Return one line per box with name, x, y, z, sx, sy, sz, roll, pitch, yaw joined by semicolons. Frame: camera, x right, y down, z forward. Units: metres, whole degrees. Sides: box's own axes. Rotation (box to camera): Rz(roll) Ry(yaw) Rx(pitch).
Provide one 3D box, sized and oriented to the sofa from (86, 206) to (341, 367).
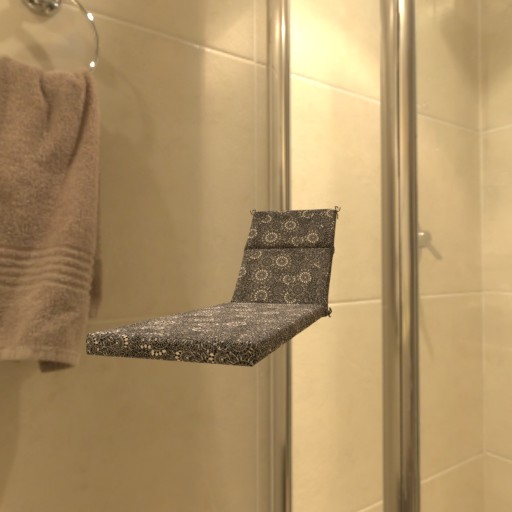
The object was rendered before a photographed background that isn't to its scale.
sofa;0.000;0.000;1.992;0.582;0.622;1.663;0;-1;18
